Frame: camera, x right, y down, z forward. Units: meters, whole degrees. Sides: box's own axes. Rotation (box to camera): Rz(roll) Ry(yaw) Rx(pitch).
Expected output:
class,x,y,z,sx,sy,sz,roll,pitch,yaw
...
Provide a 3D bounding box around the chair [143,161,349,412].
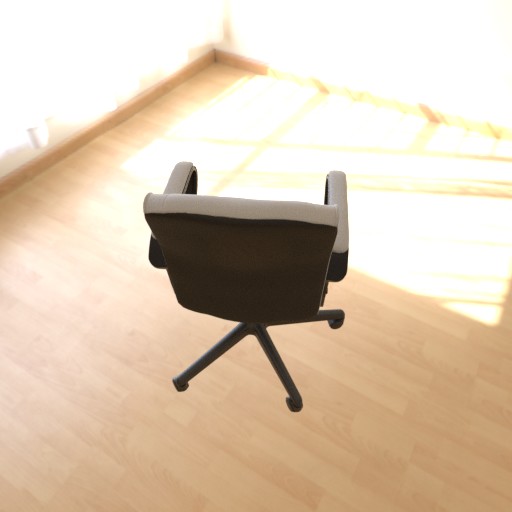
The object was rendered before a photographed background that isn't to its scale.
class,x,y,z,sx,sy,sz,roll,pitch,yaw
chair,0.000,0.000,1.522,0.739,1.004,0.717,5,47,4
